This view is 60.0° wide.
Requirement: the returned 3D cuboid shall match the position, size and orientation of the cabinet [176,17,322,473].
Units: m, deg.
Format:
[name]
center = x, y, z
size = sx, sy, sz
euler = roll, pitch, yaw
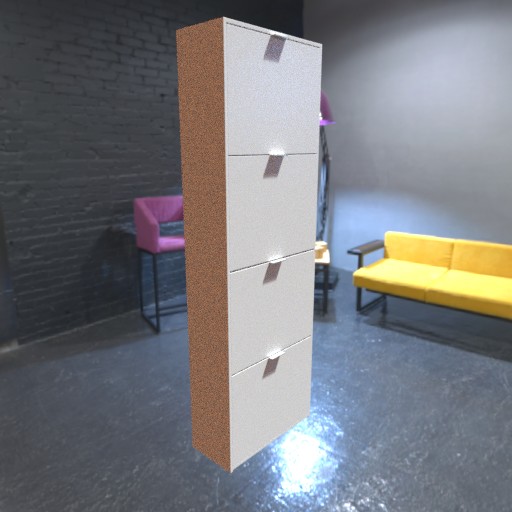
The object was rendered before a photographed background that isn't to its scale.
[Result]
[cabinet]
center = 0.000, 0.000, 1.799
size = 0.255, 1.630, 0.520
euler = 13, 19, 42
